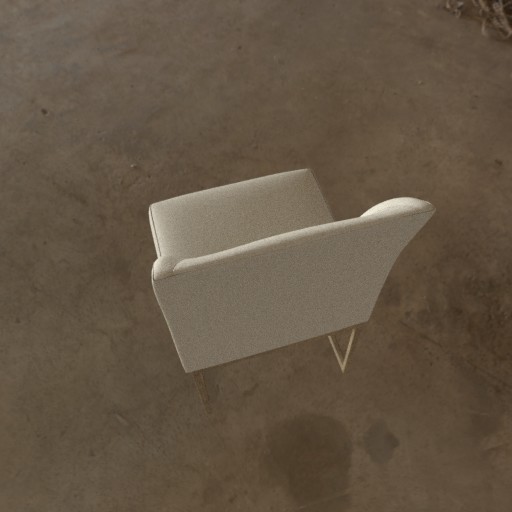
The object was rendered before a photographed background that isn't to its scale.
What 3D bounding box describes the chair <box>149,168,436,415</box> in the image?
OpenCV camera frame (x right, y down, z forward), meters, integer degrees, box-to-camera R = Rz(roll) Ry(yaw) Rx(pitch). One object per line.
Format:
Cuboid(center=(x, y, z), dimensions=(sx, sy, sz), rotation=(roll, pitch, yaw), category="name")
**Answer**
Cuboid(center=(0.000, 0.000, 1.172), dimensions=(0.508, 0.863, 0.522), rotation=(-14, 60, -8), category="chair")
